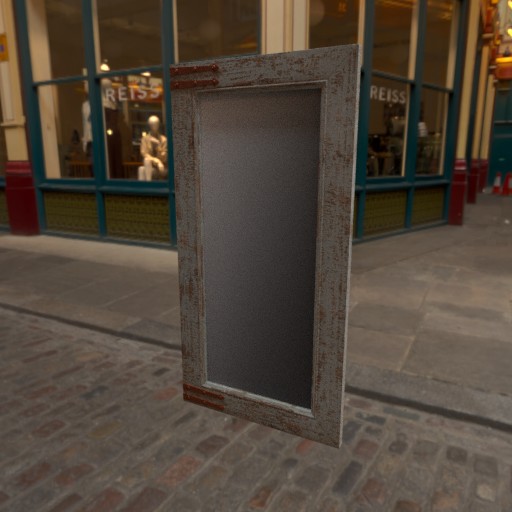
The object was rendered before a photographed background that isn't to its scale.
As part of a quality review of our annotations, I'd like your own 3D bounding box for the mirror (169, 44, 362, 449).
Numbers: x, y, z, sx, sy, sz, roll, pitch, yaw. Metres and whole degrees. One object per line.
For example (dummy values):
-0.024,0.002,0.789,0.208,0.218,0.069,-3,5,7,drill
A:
0.000,0.000,1.101,0.472,0.922,0.027,7,15,27,mirror
